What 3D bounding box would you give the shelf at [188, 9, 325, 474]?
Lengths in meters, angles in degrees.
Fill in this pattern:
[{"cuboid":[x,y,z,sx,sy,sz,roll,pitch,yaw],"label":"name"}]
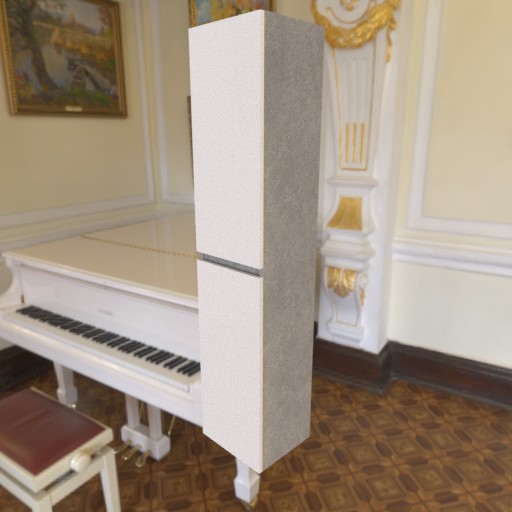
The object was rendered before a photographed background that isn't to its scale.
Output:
[{"cuboid":[0.000,0.000,1.494,0.300,1.400,0.270,15,21,43],"label":"shelf"}]
